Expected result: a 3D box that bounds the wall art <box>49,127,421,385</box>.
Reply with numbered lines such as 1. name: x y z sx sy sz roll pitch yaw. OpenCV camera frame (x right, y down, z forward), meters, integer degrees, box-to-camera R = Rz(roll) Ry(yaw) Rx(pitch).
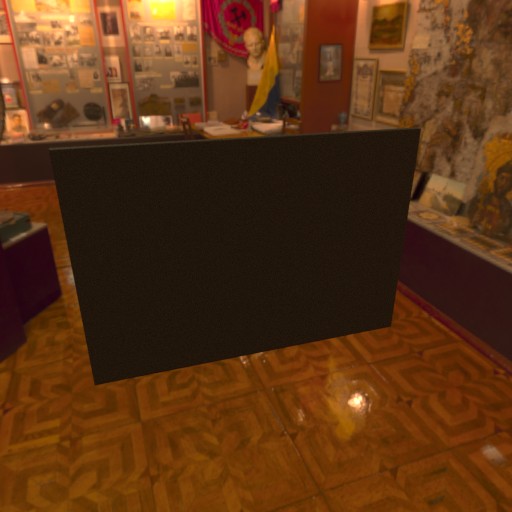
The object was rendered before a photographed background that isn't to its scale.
1. wall art: 0.000 0.000 1.249 0.958 0.656 0.026 -8 26 -16
